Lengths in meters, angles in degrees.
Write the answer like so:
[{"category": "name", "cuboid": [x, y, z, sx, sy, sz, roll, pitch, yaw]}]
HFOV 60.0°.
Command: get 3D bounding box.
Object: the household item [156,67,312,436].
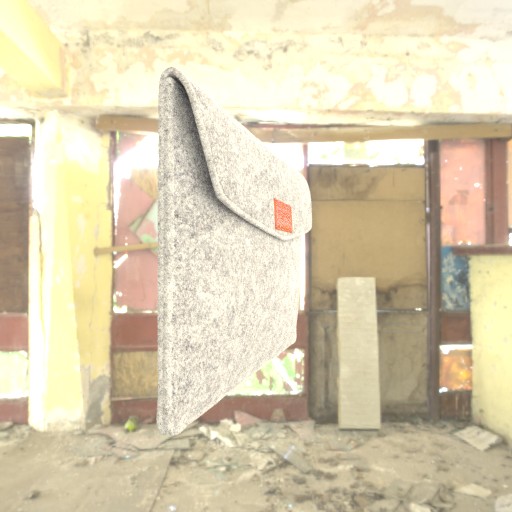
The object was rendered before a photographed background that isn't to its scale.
[{"category": "household item", "cuboid": [0.000, 0.000, 0.419, 0.057, 0.221, 0.335, 0, 0, 18]}]
